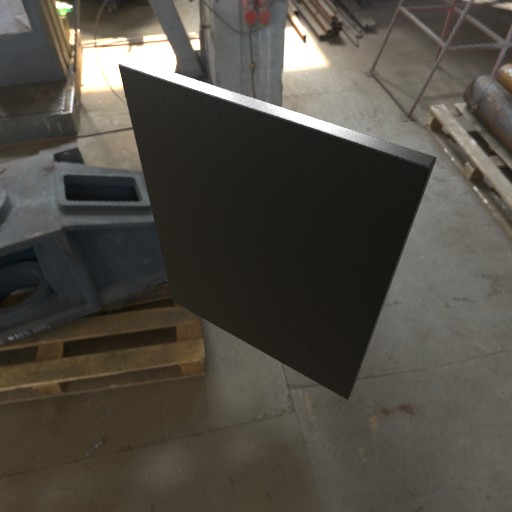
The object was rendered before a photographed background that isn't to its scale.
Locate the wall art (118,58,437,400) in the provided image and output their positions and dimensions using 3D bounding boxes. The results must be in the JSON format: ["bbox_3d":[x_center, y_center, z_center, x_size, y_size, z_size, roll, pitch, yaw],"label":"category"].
[{"bbox_3d":[0.000,0.000,1.609,0.950,1.194,0.053,25,53,21],"label":"wall art"}]
